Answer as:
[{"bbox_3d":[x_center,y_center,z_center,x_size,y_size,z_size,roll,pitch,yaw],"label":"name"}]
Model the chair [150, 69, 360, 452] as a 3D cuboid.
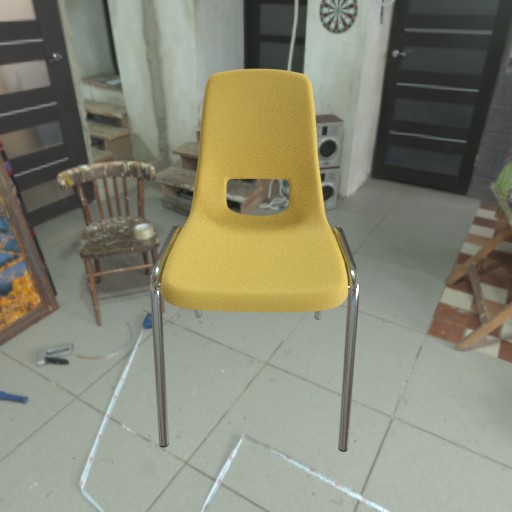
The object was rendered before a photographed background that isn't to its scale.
[{"bbox_3d":[0.000,0.000,0.906,0.381,0.653,0.436,1,31,1],"label":"chair"}]
